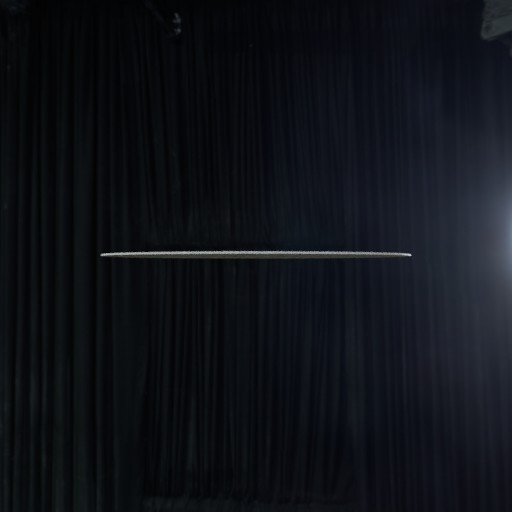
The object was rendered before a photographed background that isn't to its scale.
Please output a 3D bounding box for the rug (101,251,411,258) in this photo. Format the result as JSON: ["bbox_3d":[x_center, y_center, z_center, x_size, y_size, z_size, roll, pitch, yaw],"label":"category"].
[{"bbox_3d":[0.000,0.000,2.418,1.598,0.010,1.598,0,-1,0],"label":"rug"}]
